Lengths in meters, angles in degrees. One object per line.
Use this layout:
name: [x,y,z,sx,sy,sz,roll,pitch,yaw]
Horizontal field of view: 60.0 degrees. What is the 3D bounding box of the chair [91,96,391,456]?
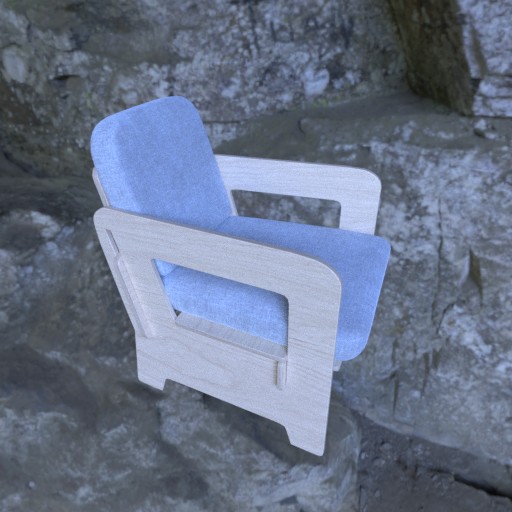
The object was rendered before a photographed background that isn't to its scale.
chair: [0.000,0.000,1.270,0.710,0.800,0.590,11,32,18]
